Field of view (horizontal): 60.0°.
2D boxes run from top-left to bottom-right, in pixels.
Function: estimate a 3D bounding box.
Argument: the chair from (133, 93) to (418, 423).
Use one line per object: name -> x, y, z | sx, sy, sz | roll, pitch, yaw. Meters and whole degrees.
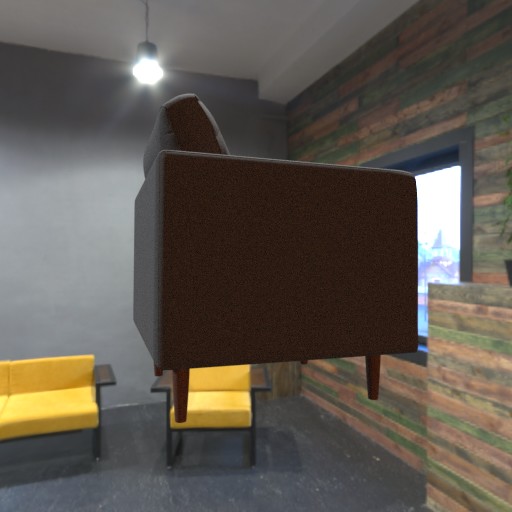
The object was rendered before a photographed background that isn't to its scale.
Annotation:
chair -> 0.000, 0.000, 1.586 | 0.800, 0.927, 0.854 | 0, -1, -19
